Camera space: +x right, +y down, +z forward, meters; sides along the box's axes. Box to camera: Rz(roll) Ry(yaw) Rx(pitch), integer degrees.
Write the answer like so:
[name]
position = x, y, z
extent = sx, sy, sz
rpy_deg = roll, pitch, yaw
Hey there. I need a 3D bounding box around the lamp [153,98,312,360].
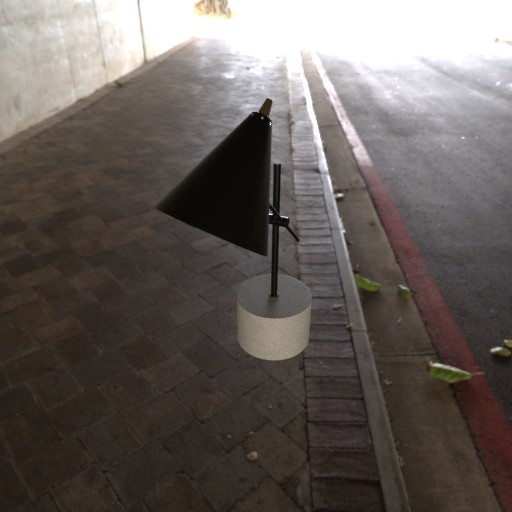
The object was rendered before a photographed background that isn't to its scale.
[lamp]
position = 0.000, 0.000, 0.722
extent = 0.214, 0.518, 0.403
rpy_deg = 20, 36, 30
